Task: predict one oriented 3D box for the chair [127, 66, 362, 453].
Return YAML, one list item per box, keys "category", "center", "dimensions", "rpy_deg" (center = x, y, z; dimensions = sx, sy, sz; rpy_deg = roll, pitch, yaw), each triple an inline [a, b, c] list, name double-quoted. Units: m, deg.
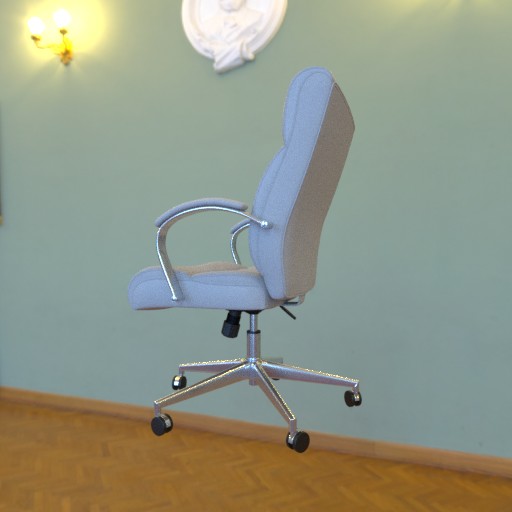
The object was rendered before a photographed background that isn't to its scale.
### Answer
- category: "chair"
  center: [0.000, 0.000, 1.624]
  dimensions: [0.745, 1.099, 0.727]
  rpy_deg: [0, 1, 18]
